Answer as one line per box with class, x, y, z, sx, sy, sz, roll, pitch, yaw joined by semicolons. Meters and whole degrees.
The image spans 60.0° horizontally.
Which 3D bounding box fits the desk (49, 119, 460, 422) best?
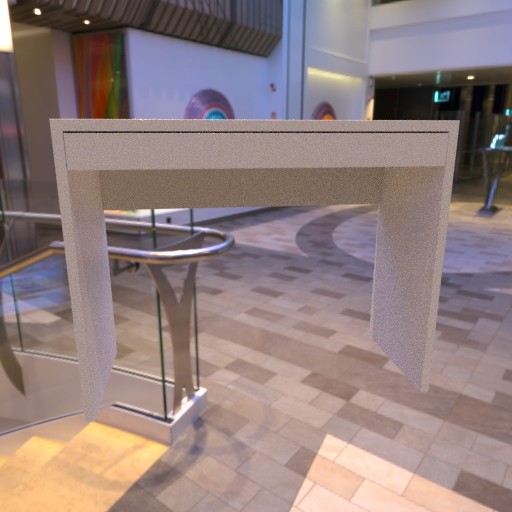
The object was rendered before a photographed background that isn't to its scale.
desk;0.000;0.000;1.365;1.000;0.790;0.400;-2;16;-8
